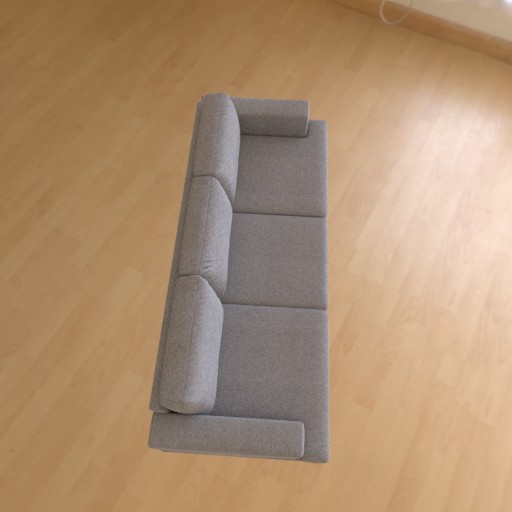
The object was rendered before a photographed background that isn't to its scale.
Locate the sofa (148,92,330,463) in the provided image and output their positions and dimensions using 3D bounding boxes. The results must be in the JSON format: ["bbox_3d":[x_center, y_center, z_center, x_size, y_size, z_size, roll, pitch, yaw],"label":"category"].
[{"bbox_3d":[0.000,0.000,2.780,0.920,0.810,2.310,3,65,2],"label":"sofa"}]
